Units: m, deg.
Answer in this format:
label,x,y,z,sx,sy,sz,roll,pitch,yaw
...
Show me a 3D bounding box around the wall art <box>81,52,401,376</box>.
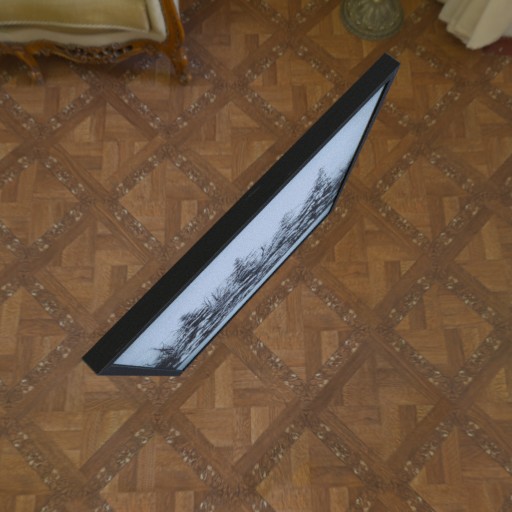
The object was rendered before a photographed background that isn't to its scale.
label,x,y,z,sx,sy,sz,roll,pitch,yaw
wall art,0.000,0.000,1.121,0.037,0.761,0.761,41,79,10
